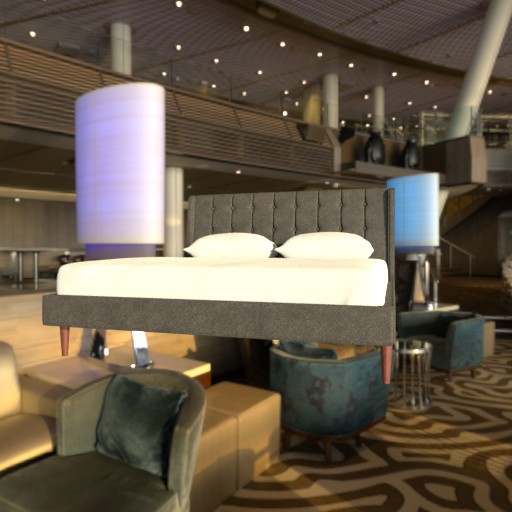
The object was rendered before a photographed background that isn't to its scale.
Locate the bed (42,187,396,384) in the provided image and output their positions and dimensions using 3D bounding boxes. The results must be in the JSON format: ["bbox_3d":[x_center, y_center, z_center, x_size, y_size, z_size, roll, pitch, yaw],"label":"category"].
[{"bbox_3d":[0.000,0.000,2.554,1.531,0.933,1.638,0,1,17],"label":"bed"}]
